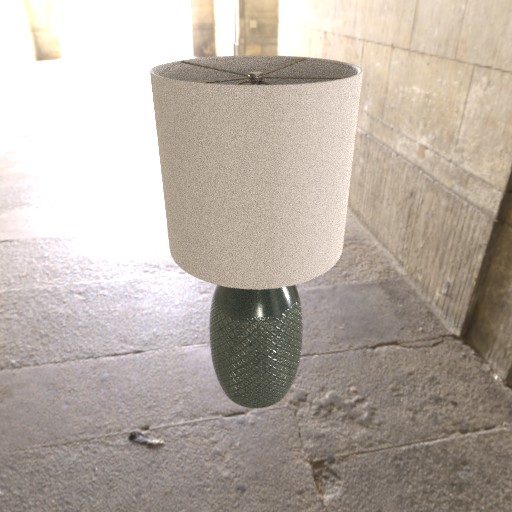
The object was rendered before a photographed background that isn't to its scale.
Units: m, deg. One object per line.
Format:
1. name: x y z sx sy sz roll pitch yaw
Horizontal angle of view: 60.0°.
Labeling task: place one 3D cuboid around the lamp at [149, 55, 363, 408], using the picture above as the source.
1. lamp: 0.000 0.000 0.573 0.217 0.453 0.217 19 35 28
